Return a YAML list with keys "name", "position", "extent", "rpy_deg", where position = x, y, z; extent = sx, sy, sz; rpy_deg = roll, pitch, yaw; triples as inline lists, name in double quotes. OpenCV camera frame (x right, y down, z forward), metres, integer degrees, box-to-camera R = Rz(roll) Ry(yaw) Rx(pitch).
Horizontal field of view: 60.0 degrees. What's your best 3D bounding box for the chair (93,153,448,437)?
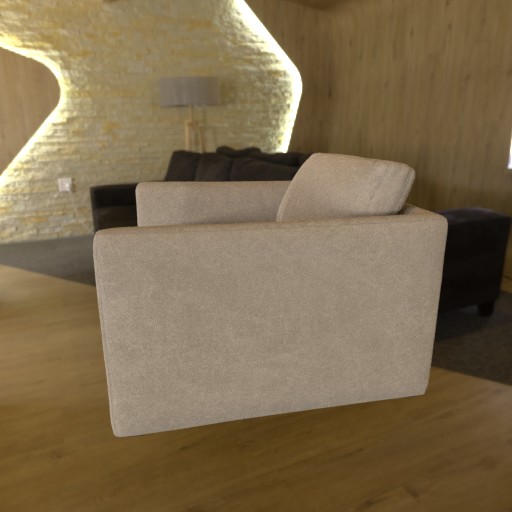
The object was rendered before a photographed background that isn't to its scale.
- name: "chair"
  position: [0.000, 0.000, 1.849]
  extent: [1.091, 0.845, 1.190]
  rpy_deg: [-2, 16, -9]
